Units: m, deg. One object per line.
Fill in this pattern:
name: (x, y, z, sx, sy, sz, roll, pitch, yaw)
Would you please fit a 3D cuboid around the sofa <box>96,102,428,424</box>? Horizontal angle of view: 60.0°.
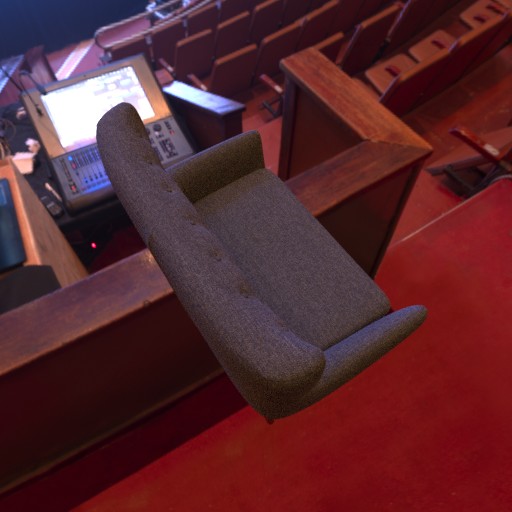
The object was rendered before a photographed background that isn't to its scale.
sofa: (0.000, 0.000, 2.019, 0.874, 1.028, 1.358, -29, 62, -17)
